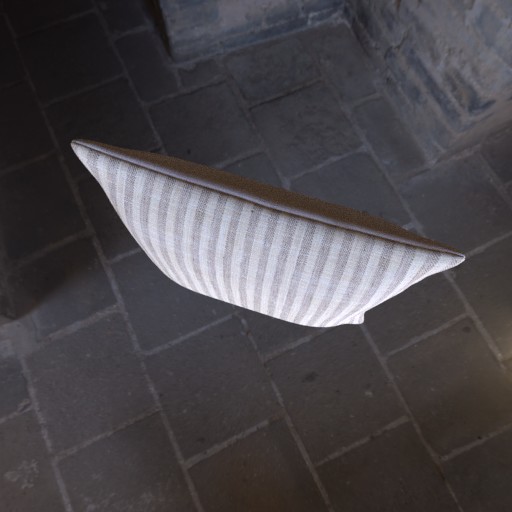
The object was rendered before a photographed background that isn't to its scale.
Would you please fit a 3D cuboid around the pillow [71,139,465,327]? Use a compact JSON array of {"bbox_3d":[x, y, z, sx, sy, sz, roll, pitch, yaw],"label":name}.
[{"bbox_3d":[0.000,0.000,0.793,0.523,0.510,0.166,17,75,5],"label":"pillow"}]
